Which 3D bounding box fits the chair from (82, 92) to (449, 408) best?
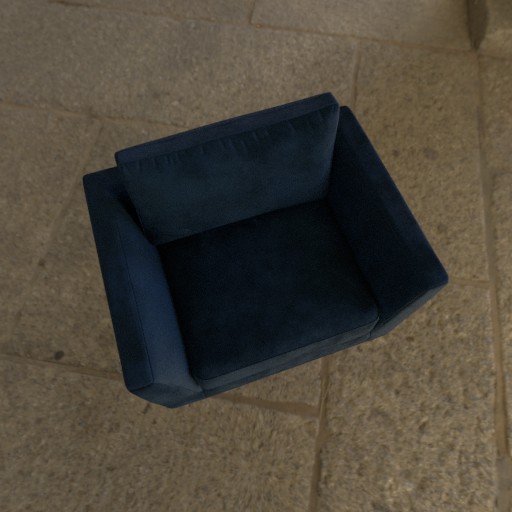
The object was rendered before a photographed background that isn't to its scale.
[{"bbox_3d":[0.000,0.000,1.580,0.977,0.893,0.746,-17,65,-8],"label":"chair"}]
